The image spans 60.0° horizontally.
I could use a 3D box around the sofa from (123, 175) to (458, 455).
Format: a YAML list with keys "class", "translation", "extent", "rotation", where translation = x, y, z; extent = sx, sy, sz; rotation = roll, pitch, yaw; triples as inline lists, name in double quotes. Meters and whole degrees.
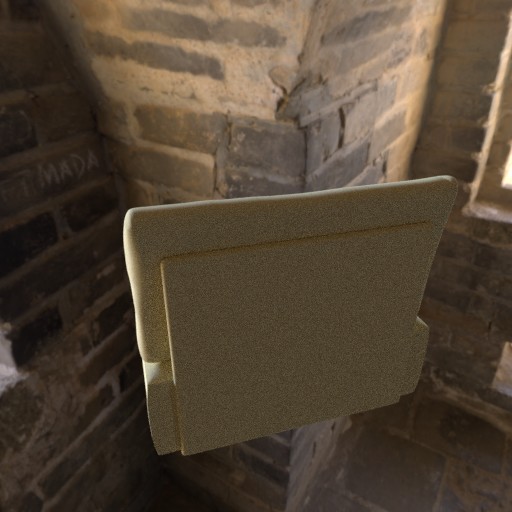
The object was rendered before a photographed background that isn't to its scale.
- class: "sofa"
  translation: [0.000, 0.000, 1.689]
  extent: [0.930, 0.820, 1.000]
  rotation: [-8, 29, -15]
